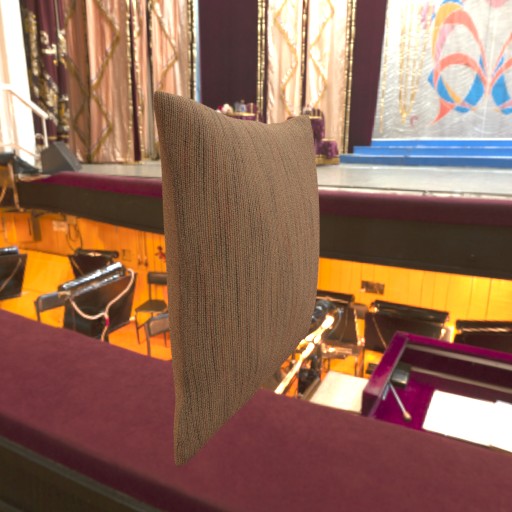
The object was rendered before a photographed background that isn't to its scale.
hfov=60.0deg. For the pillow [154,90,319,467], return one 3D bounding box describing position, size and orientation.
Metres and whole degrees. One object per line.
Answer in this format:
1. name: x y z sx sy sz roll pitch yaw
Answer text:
1. pillow: 0.000 0.000 0.787 0.178 0.506 0.512 7 16 26
